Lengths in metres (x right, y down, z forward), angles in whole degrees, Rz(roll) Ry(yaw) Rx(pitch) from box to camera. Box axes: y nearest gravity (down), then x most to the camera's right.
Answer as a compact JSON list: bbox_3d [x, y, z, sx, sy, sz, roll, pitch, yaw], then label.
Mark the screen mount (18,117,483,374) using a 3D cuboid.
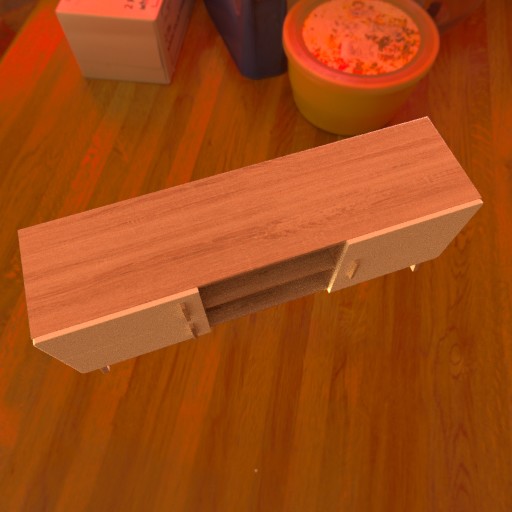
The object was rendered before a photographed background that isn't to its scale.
[{"bbox_3d":[0.000,0.000,1.721,1.500,0.570,0.420,-17,65,-8],"label":"screen mount"}]
